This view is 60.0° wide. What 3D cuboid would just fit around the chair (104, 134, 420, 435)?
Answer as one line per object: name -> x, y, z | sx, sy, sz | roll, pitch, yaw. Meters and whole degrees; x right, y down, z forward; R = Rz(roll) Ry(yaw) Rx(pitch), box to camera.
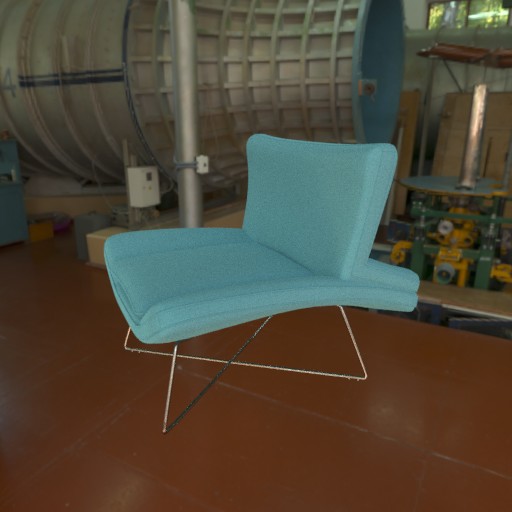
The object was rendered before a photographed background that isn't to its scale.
chair -> 0.000, 0.000, 1.674 | 1.008, 0.855, 0.859 | -9, 20, -26
